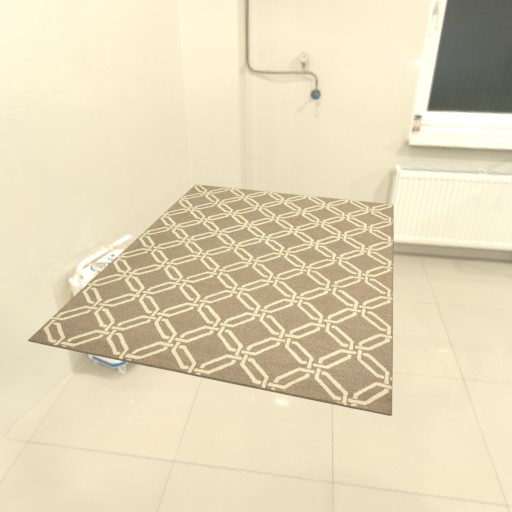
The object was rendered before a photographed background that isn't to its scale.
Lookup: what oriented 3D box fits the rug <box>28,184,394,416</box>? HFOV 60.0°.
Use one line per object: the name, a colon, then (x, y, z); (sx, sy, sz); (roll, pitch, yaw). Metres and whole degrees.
rug: (0.000, 0.000, 3.822); (2.288, 0.018, 2.895); (8, 31, 13)
